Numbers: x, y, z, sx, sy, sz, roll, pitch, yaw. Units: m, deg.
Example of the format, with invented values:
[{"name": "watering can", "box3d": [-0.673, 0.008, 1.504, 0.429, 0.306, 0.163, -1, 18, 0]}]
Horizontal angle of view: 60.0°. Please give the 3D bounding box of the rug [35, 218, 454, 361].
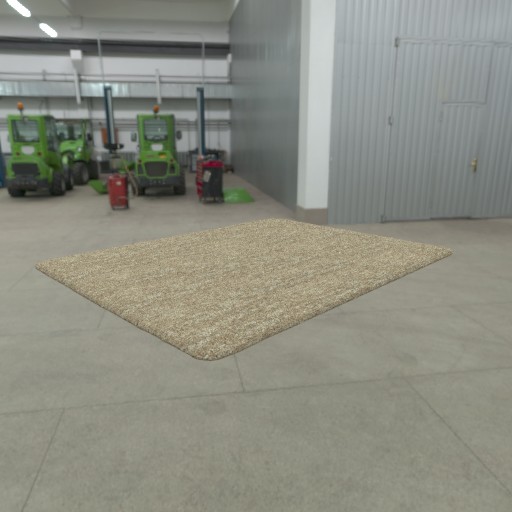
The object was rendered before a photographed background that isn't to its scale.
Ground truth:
[{"name": "rug", "box3d": [0.000, 0.000, 3.741, 2.873, 0.050, 2.242, -15, 21, -43]}]
